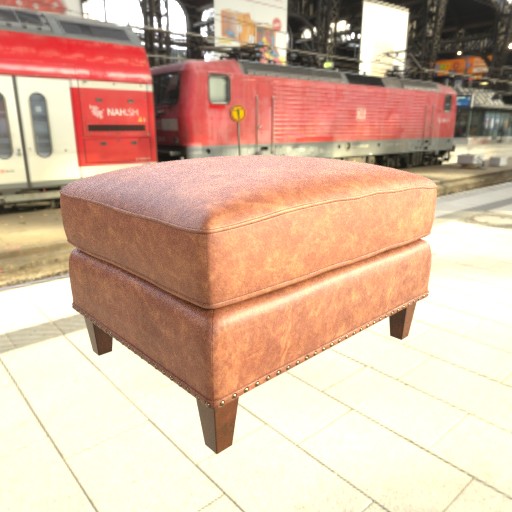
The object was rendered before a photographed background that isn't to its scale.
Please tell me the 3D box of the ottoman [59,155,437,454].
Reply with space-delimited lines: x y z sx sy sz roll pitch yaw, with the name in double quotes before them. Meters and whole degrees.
"ottoman" 0.000 0.000 1.113 0.742 0.486 0.586 -15 22 -41
